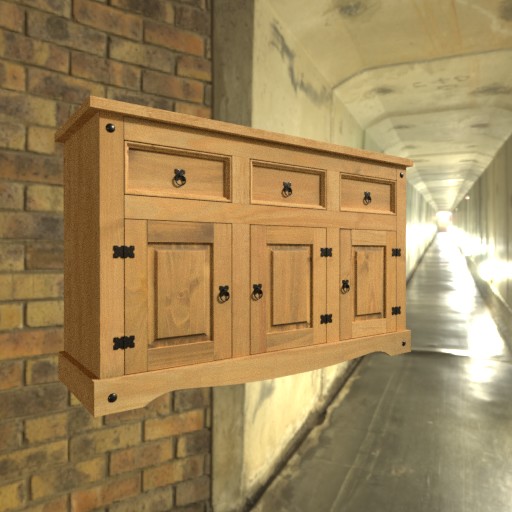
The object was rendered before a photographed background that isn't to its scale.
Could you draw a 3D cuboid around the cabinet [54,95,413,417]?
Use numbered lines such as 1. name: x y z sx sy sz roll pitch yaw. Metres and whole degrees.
1. cabinet: 0.000 0.000 1.668 1.321 0.810 0.432 0 0 -35
